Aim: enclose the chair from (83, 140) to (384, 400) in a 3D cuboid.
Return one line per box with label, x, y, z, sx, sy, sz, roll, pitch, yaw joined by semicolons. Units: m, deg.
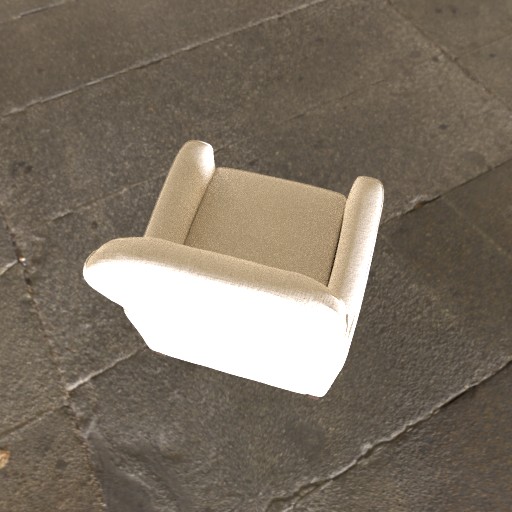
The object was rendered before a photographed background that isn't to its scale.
chair;0.000;0.000;1.674;0.841;1.028;0.858;14;62;7
